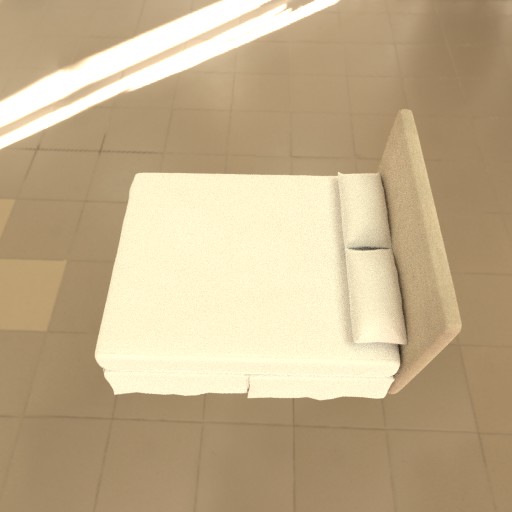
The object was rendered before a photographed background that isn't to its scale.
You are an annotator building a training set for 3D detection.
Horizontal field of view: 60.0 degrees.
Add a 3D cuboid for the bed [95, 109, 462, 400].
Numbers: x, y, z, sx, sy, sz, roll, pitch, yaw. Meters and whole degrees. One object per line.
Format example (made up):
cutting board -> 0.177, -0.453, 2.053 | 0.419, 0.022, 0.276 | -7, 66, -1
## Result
bed -> 0.000, 0.000, 3.210 | 2.162, 1.330, 1.713 | 1, 58, 1
